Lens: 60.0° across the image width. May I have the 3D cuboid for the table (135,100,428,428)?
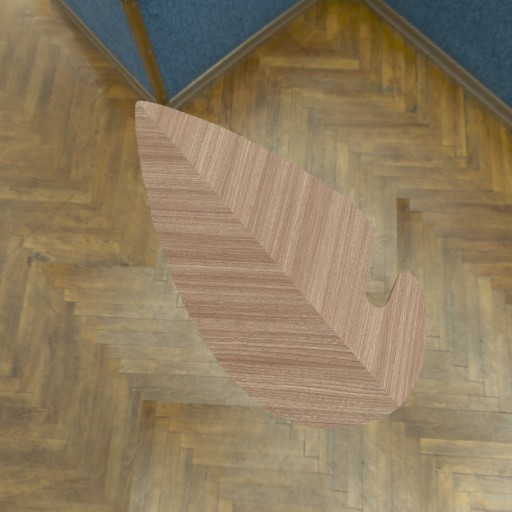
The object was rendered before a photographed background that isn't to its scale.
[{"bbox_3d":[0.000,0.000,1.471,0.598,0.360,1.199,-38,78,-9],"label":"table"}]
